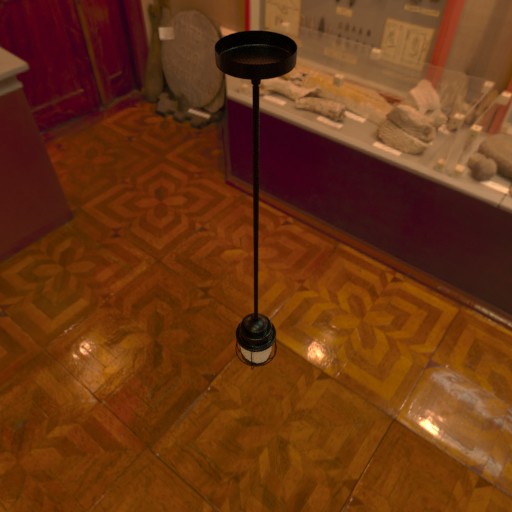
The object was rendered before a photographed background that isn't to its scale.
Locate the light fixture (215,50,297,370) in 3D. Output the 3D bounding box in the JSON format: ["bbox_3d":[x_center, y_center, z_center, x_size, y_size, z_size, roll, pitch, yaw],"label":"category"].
[{"bbox_3d":[0.000,0.000,0.999,0.123,0.920,0.123,32,55,26],"label":"light fixture"}]
